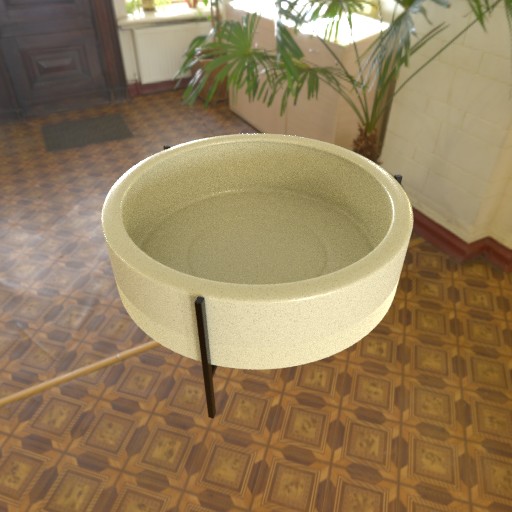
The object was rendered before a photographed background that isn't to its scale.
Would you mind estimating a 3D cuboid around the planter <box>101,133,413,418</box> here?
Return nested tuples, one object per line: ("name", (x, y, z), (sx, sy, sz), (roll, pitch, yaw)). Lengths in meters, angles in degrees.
("planter", (0.000, 0.000, 0.541), (0.336, 0.171, 0.345), (10, 40, 12))
